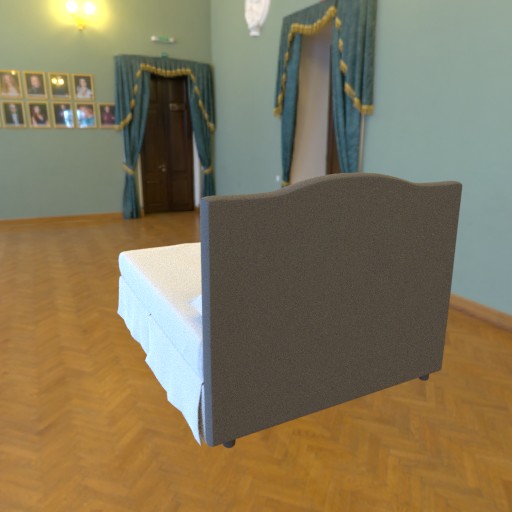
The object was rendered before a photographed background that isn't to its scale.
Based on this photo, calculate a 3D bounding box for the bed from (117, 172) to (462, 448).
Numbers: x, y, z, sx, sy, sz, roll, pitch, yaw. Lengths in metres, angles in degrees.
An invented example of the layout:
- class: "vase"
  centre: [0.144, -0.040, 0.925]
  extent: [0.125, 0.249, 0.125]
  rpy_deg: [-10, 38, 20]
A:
- class: "bed"
  centre: [0.000, 0.000, 3.487]
  extent: [1.821, 1.436, 2.282]
  rpy_deg: [-8, 17, -27]
